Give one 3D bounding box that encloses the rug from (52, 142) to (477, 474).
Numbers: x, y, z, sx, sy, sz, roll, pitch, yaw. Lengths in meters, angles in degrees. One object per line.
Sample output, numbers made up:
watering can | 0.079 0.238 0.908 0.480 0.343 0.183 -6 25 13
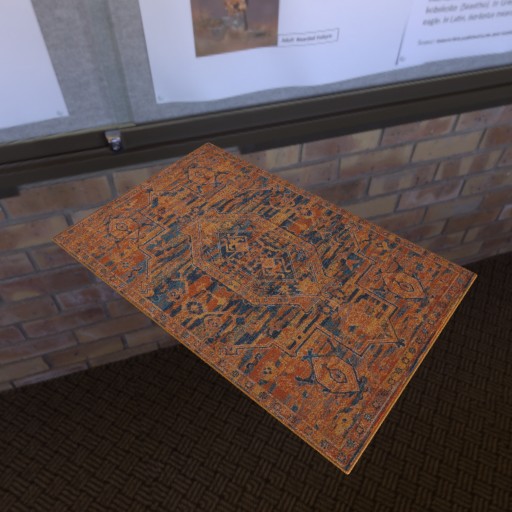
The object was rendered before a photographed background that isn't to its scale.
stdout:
rug | 0.000 0.000 2.168 1.758 0.013 1.148 31 54 26
